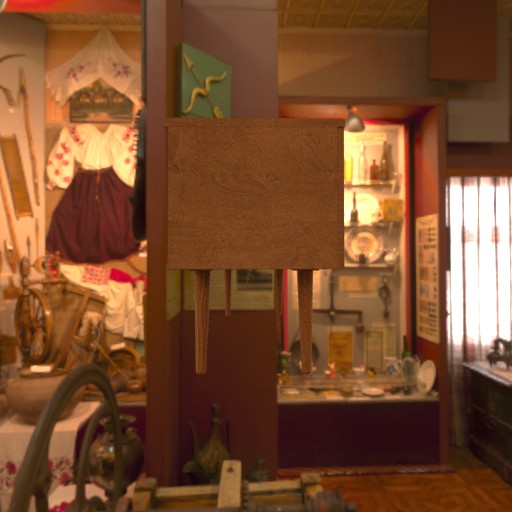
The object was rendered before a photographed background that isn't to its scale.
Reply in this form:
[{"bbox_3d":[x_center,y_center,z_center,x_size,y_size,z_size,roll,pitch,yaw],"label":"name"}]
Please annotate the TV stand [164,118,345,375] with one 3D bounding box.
[{"bbox_3d":[0.000,0.000,1.585,0.401,0.565,1.313,0,-1,0],"label":"TV stand"}]
